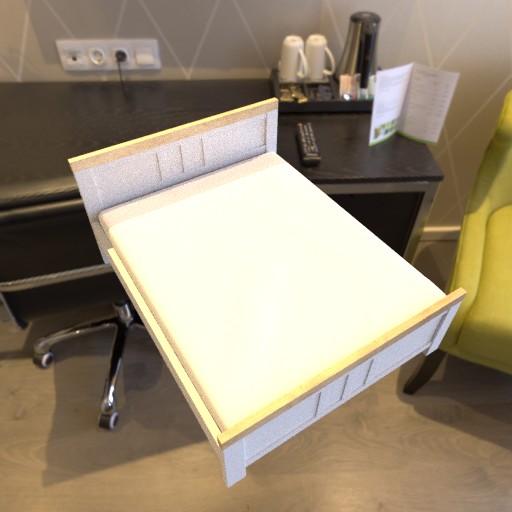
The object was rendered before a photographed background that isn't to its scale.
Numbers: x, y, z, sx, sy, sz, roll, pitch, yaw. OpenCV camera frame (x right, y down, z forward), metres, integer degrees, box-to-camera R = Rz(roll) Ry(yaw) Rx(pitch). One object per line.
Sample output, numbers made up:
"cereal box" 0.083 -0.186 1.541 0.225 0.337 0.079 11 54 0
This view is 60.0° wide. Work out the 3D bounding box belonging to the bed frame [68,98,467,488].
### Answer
"bed frame" 0.000 0.000 3.008 1.670 0.980 2.050 -24 50 -22
